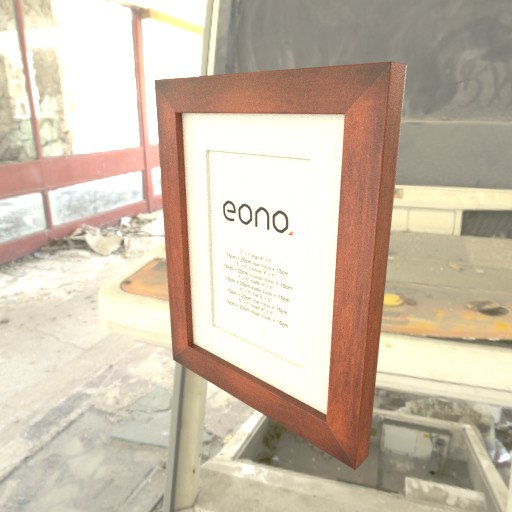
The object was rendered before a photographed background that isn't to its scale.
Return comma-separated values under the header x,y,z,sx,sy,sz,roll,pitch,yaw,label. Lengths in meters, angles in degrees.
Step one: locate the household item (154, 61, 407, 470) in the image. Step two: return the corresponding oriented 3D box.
x,y,z,sx,sy,sz,roll,pitch,yaw,label
0.000,0.000,0.328,0.200,0.250,0.020,16,24,41,household item
